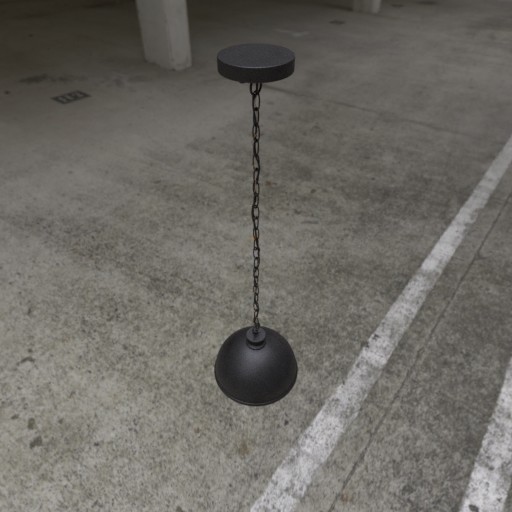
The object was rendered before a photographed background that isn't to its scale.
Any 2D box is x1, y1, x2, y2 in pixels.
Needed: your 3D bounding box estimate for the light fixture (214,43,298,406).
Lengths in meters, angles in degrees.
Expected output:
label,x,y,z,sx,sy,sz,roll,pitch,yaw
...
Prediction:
label,x,y,z,sx,sy,sz,roll,pitch,yaw
light fixture,0.000,0.000,1.264,0.304,1.090,0.304,25,47,26
